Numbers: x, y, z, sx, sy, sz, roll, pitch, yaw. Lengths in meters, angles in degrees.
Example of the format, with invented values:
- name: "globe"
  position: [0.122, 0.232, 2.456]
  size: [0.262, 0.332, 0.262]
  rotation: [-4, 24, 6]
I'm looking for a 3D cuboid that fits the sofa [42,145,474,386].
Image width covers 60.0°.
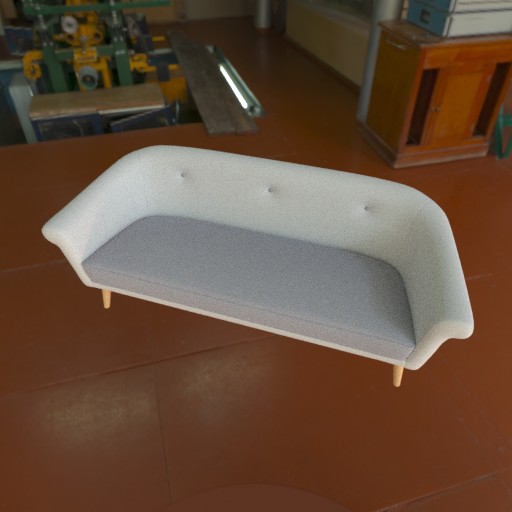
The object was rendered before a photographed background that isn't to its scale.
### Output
- name: "sofa"
  position: [0.000, 0.000, 2.498]
  size: [2.160, 0.795, 0.827]
  rotation: [12, 43, 14]
